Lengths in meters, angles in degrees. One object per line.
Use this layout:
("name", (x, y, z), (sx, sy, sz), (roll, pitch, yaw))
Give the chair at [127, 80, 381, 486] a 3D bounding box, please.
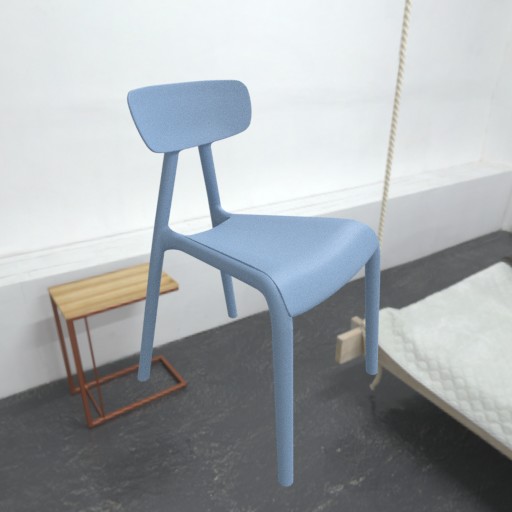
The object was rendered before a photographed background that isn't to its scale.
("chair", (0.000, 0.000, 0.819), (0.401, 0.580, 0.356), (19, 32, 33))
